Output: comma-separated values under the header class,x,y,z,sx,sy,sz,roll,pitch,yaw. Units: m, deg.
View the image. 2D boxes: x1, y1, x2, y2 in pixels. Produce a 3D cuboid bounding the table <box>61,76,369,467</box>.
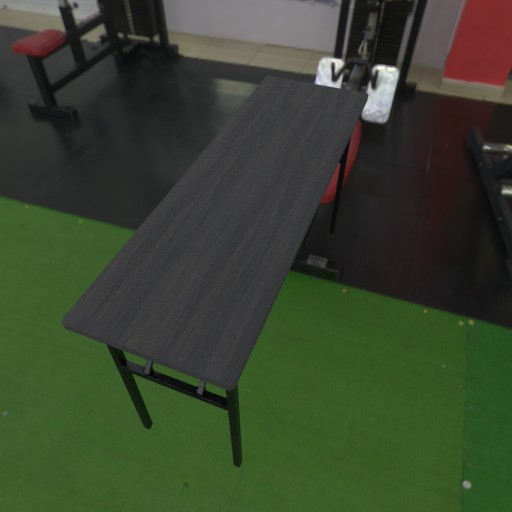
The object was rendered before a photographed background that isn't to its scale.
class,x,y,z,sx,sy,sz,roll,pitch,yaw
table,0.000,0.000,1.712,0.449,0.750,1.399,16,49,15
